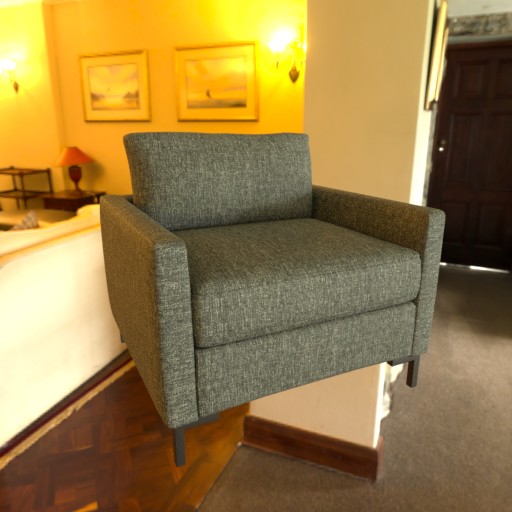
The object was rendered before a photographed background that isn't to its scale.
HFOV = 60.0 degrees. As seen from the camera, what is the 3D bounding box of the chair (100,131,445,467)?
[{"bbox_3d":[0.000,0.000,1.601,0.963,0.861,0.866,-8,18,-25],"label":"chair"}]
